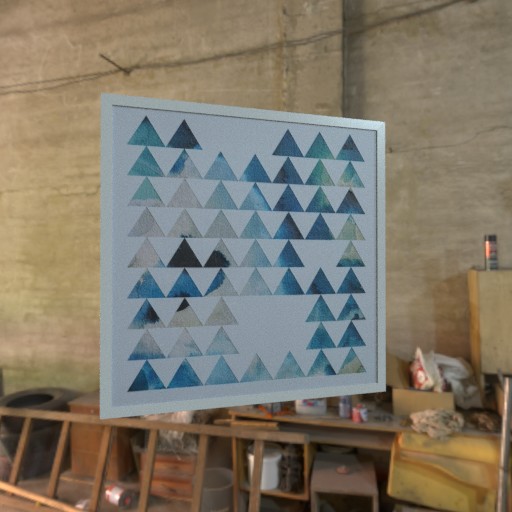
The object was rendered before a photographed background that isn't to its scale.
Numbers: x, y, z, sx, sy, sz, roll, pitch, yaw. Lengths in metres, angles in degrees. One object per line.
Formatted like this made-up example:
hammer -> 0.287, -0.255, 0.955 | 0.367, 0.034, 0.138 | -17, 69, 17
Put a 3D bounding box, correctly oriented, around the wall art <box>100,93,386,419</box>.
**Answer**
wall art -> 0.000, 0.000, 1.221 | 0.809, 0.809, 0.012 | 0, -1, -17
